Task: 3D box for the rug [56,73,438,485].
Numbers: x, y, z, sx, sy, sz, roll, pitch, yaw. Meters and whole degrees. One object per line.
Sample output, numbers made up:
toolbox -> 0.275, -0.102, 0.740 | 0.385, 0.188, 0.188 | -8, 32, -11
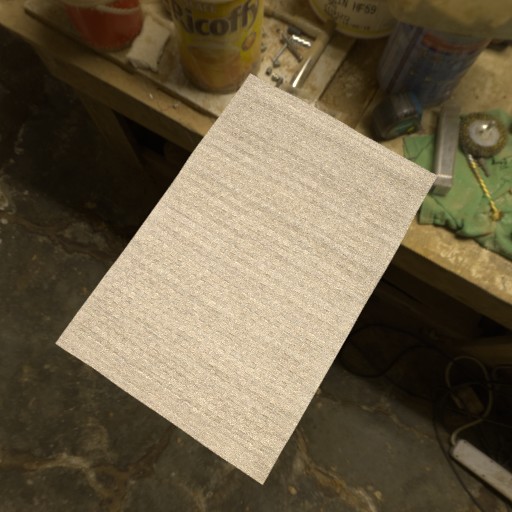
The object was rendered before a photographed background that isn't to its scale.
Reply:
rug -> 0.000, 0.000, 2.915 | 1.532, 0.018, 2.297 | 31, 78, 7
